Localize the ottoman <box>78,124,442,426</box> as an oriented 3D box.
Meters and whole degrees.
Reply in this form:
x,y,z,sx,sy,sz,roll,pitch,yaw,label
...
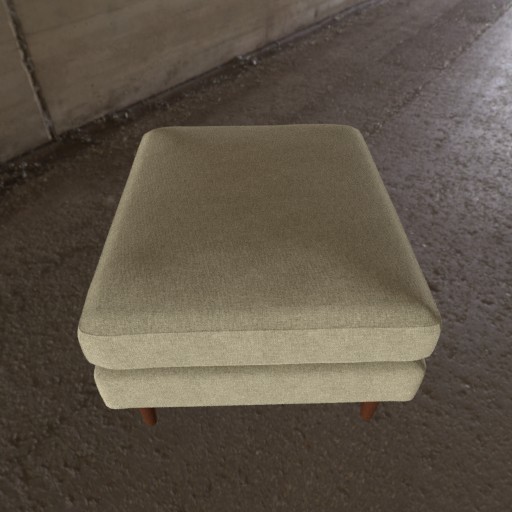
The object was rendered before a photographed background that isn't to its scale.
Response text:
x,y,z,sx,sy,sz,roll,pitch,yaw,label
0.000,0.000,1.223,0.693,0.474,0.821,-1,42,-1,ottoman
